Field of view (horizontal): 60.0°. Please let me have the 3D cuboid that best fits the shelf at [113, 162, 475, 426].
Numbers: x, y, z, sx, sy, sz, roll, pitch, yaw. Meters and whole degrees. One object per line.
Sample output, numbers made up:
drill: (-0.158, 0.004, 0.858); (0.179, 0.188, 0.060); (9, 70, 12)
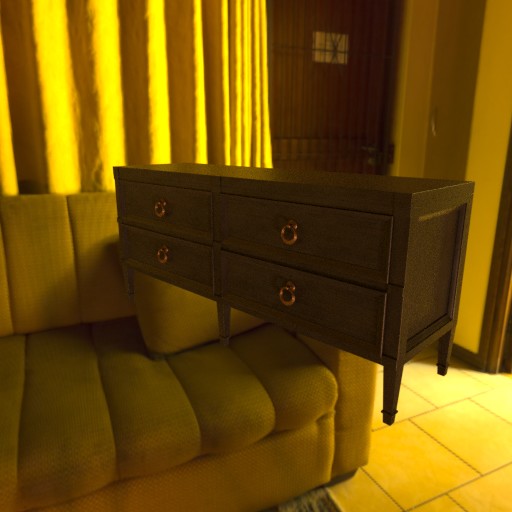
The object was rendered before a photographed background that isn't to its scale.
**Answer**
shelf: (0.000, 0.000, 1.936); (1.575, 0.719, 0.479); (14, 21, 42)
